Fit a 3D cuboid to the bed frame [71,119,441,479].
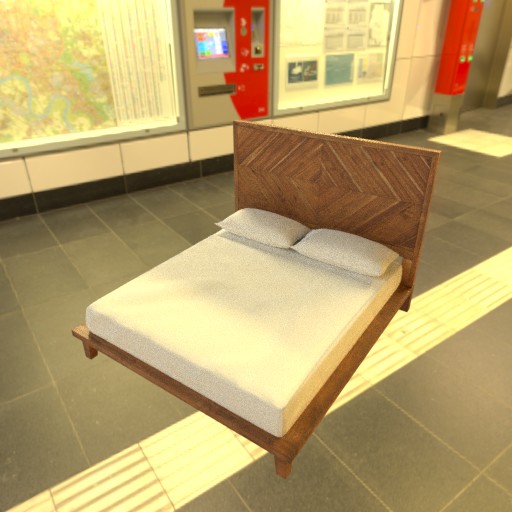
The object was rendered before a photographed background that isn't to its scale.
[{"bbox_3d":[0.000,0.000,3.594,2.038,1.537,2.235,19,34,30],"label":"bed frame"}]
